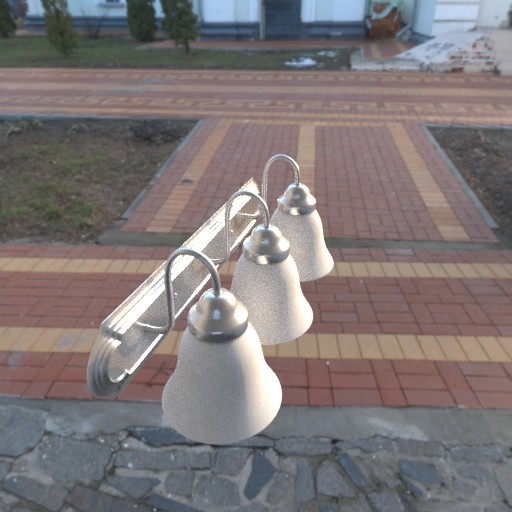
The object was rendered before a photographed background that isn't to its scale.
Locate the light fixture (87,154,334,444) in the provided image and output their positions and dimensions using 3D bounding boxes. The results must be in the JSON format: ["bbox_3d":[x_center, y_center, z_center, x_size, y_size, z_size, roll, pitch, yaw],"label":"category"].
[{"bbox_3d":[0.000,0.000,0.720,0.199,0.222,0.610,10,31,17],"label":"light fixture"}]
